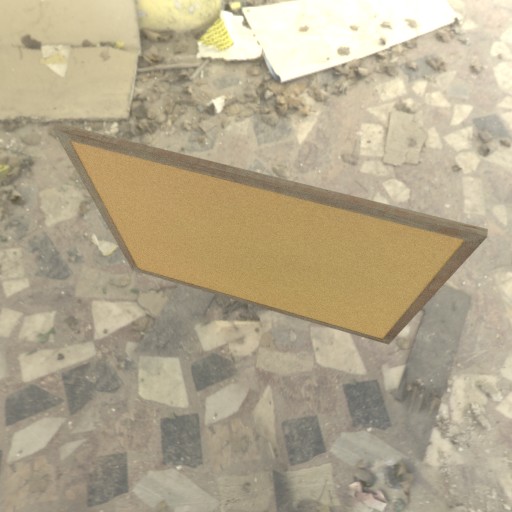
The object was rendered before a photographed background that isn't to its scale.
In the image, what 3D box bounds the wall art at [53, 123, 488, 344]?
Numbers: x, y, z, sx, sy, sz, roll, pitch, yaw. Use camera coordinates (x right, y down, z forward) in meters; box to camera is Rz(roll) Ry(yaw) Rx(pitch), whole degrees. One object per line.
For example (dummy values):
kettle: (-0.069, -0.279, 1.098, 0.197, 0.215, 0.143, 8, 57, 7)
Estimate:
wall art: (0.000, 0.000, 1.337, 1.012, 0.774, 0.019, 15, 63, 8)
